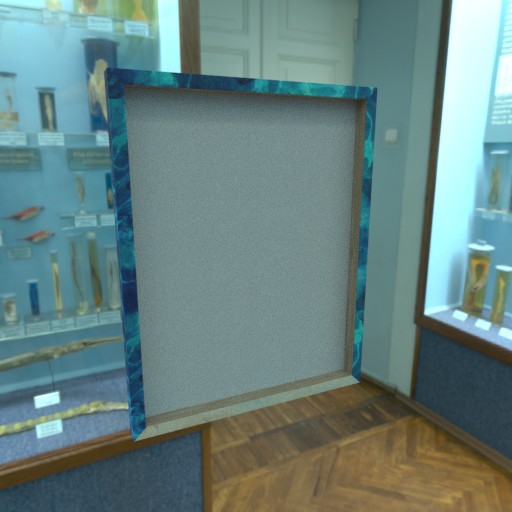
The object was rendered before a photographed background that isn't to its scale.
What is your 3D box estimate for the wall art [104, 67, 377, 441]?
[{"bbox_3d":[0.000,0.000,0.854,0.508,0.635,0.038,-6,15,-24],"label":"wall art"}]
